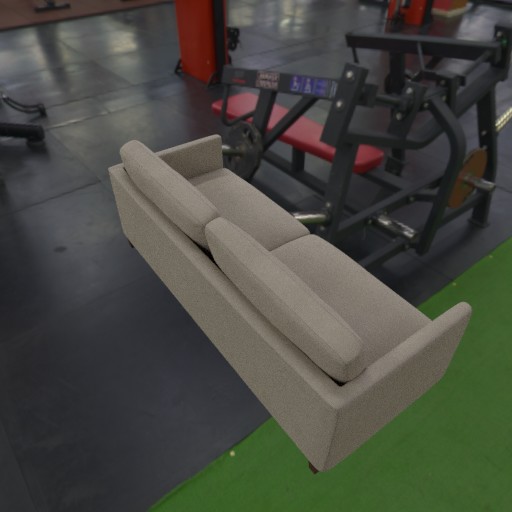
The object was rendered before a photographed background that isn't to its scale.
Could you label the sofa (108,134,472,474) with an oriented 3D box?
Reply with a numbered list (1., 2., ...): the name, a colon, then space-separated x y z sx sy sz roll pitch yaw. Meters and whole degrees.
1. sofa: 0.000 0.000 2.852 0.988 0.912 2.404 -26 47 -26
